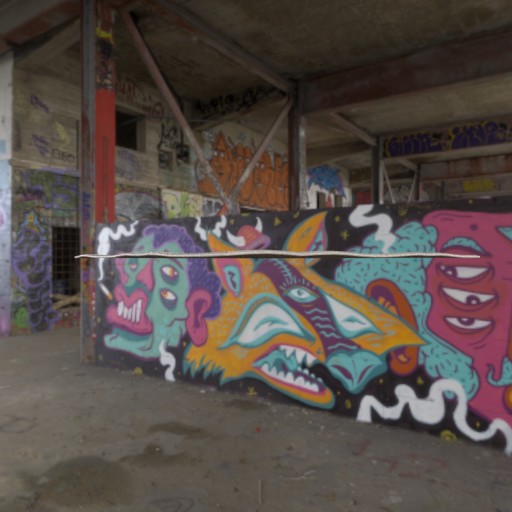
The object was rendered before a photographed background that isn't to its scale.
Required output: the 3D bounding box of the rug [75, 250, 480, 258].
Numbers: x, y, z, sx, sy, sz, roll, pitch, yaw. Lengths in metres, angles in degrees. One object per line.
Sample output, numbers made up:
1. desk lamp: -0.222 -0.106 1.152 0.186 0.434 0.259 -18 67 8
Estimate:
1. rug: 0.000 0.000 0.898 0.551 0.008 0.642 0 -1 -36
